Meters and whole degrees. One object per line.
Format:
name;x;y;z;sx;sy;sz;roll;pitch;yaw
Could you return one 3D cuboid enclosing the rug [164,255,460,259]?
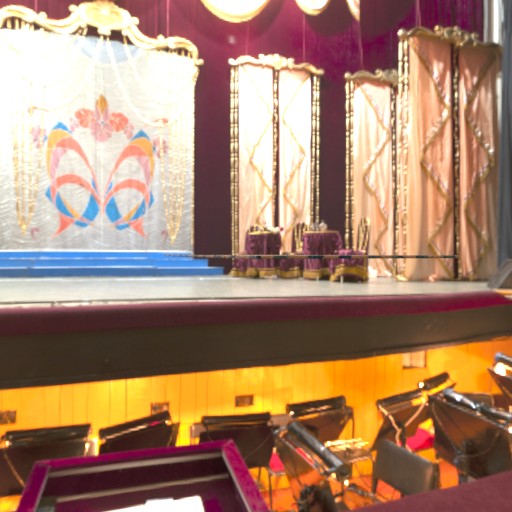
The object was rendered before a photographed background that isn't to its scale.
rug;0.000;0.000;1.655;0.503;0.007;1.492;0;0;-19
